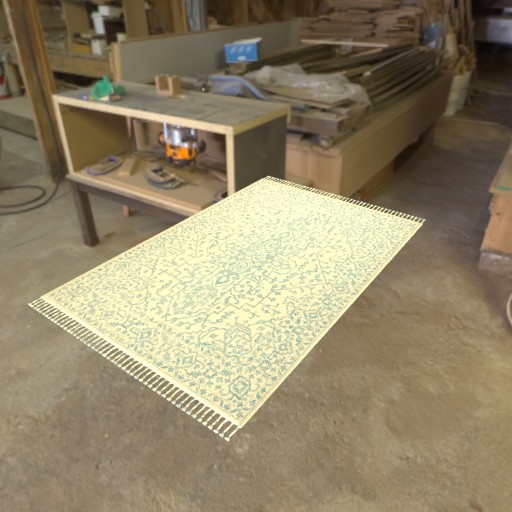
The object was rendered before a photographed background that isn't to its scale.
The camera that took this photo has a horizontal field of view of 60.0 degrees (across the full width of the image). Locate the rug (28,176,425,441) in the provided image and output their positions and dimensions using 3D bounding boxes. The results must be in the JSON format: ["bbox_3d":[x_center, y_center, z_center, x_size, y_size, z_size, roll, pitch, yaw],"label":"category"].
[{"bbox_3d":[0.000,0.000,3.042,1.524,0.010,2.438,22,38,30],"label":"rug"}]
